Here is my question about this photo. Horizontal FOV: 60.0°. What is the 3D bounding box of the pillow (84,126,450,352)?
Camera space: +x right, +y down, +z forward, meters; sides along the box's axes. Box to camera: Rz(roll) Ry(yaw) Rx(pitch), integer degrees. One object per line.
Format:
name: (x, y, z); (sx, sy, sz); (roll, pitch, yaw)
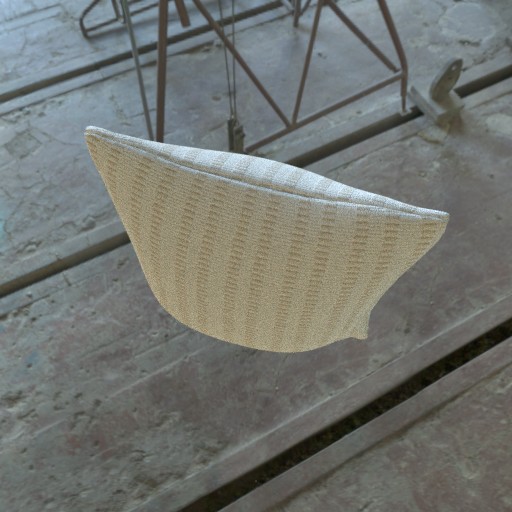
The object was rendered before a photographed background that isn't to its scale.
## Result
pillow: (0.000, 0.000, 0.682); (0.438, 0.419, 0.247); (15, 64, 8)
